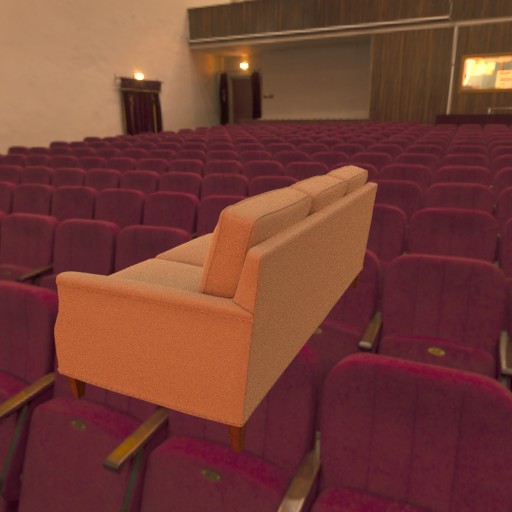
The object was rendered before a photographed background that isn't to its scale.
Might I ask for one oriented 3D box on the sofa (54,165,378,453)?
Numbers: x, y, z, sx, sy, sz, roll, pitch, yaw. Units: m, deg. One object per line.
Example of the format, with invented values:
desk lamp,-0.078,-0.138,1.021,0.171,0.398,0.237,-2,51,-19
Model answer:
sofa,0.000,0.000,2.777,1.084,1.003,2.246,8,18,24
